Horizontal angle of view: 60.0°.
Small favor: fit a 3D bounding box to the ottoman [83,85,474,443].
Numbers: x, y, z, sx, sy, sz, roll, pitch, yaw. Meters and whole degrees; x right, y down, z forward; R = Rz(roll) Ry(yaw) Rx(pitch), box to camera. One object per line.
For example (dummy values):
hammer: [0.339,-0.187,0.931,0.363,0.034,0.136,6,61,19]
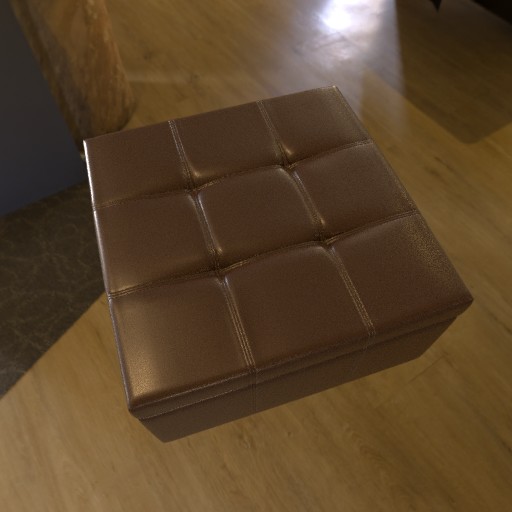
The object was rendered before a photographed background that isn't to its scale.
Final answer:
ottoman: [0.000,0.000,1.291,0.788,0.460,0.787,-15,60,-9]
